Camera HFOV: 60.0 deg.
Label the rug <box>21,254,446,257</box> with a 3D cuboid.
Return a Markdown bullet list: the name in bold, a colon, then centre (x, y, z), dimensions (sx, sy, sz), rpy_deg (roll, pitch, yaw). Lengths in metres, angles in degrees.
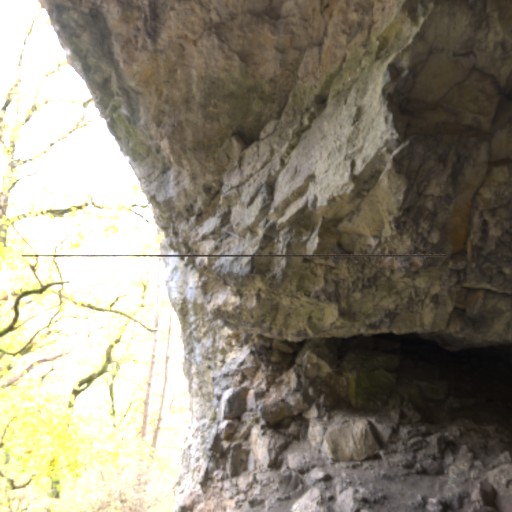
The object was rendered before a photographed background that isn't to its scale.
- **rug**: centre (0.000, 0.000, 3.893), dimensions (2.894, 0.013, 2.286), rpy_deg (0, 0, 18)
